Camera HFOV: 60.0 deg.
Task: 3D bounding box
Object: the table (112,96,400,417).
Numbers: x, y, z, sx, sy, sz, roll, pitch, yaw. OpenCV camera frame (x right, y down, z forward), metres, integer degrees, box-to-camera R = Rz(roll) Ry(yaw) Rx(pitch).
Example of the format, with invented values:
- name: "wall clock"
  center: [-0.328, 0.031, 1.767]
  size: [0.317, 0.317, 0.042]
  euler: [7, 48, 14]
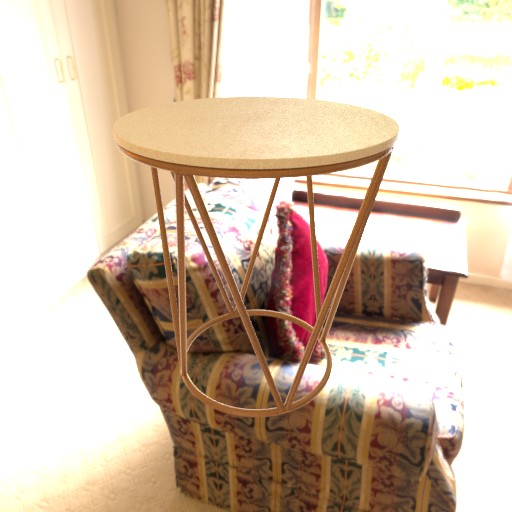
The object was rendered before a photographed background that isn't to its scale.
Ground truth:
- name: "table"
  center: [0.000, 0.000, 0.936]
  size: [0.500, 0.564, 0.500]
  euler: [0, 29, 0]
